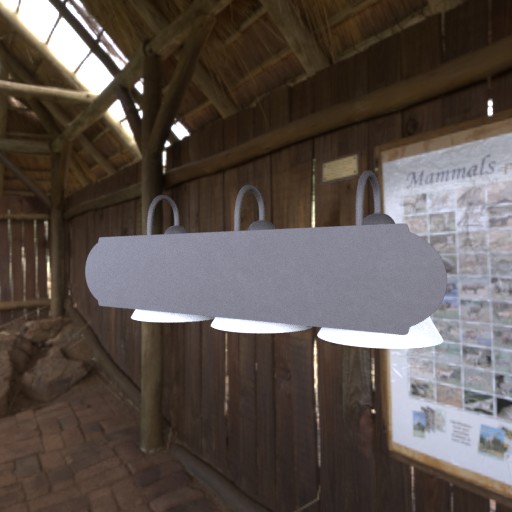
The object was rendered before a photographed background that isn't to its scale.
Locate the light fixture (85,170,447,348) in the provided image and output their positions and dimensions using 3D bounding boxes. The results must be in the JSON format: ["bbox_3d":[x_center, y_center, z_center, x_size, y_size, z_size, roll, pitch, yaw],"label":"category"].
[{"bbox_3d":[0.000,0.000,0.704,0.610,0.222,0.199,0,-1,35],"label":"light fixture"}]
